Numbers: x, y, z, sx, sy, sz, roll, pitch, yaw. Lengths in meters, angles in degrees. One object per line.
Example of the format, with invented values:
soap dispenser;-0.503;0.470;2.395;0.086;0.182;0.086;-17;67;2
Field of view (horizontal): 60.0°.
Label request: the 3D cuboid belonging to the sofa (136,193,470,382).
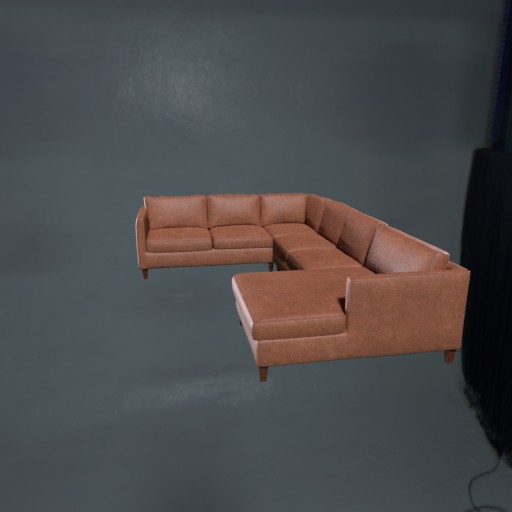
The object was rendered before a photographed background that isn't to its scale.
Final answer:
sofa;0.000;0.000;4.665;2.593;0.923;3.460;-3;16;-10
